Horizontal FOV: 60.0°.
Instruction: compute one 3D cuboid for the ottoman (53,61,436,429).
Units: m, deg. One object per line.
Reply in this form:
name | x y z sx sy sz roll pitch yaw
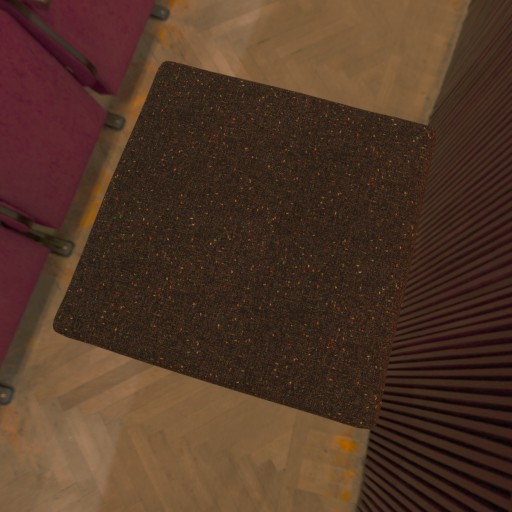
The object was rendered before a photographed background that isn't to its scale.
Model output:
ottoman | 0.000 0.000 0.887 0.508 0.432 0.508 16 75 4
